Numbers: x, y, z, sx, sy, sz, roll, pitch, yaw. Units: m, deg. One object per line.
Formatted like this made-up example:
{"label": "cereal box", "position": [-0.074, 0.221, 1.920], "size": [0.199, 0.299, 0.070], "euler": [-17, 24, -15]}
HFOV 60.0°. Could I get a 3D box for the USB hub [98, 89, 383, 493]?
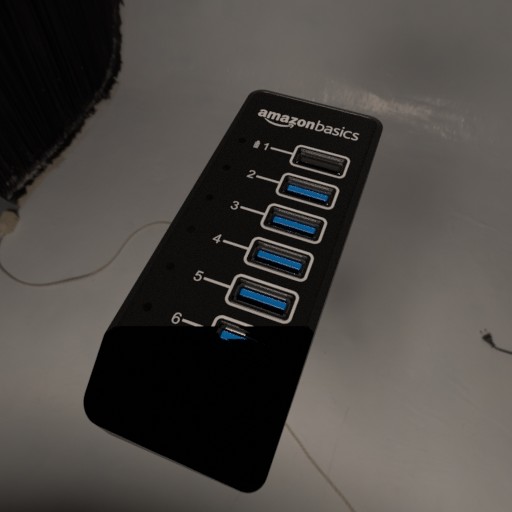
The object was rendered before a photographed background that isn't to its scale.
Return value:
{"label": "USB hub", "position": [0.000, 0.000, 0.123], "size": [0.044, 0.023, 0.110], "euler": [18, 60, 11]}
